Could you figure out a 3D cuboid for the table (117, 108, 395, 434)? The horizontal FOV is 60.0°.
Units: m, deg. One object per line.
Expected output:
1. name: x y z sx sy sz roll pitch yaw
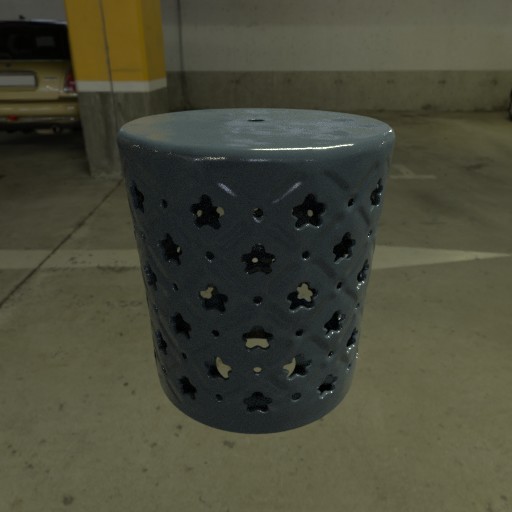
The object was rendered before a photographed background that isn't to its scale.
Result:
1. table: 0.000 0.000 0.655 0.352 0.387 0.352 0 24 0
